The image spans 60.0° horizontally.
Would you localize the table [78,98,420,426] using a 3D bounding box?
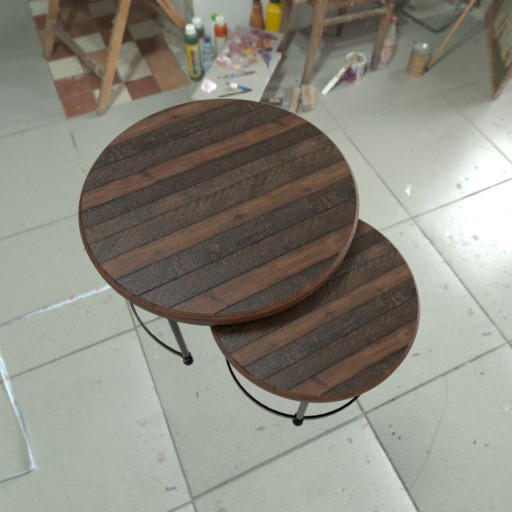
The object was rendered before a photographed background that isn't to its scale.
[{"bbox_3d":[0.000,0.000,1.559,1.152,0.516,0.870,32,64,18],"label":"table"}]
